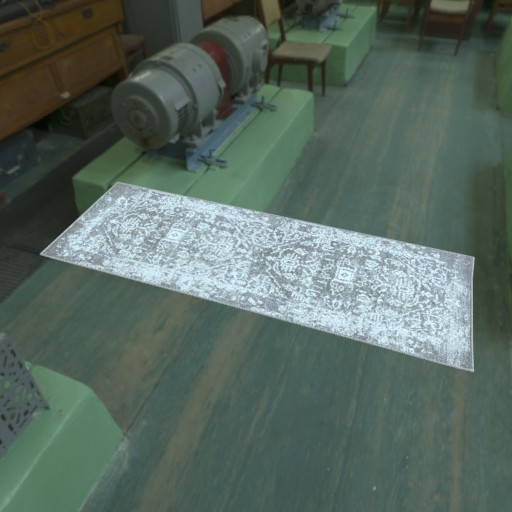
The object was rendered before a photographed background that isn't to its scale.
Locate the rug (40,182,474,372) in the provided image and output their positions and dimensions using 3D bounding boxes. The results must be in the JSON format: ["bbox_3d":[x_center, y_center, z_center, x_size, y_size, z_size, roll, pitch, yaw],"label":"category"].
[{"bbox_3d":[0.000,0.000,2.639,2.452,0.017,0.855,13,43,14],"label":"rug"}]
